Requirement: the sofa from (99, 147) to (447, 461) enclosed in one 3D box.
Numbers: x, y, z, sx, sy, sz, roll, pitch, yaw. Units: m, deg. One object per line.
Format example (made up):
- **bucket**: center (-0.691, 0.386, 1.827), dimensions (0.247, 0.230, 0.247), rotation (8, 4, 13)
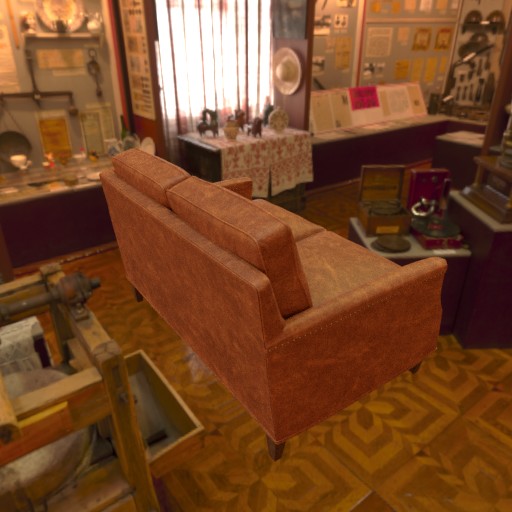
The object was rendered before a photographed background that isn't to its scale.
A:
- **sofa**: center (0.000, 0.000, 2.316), dimensions (1.084, 1.003, 1.597), rotation (-18, 32, -31)
